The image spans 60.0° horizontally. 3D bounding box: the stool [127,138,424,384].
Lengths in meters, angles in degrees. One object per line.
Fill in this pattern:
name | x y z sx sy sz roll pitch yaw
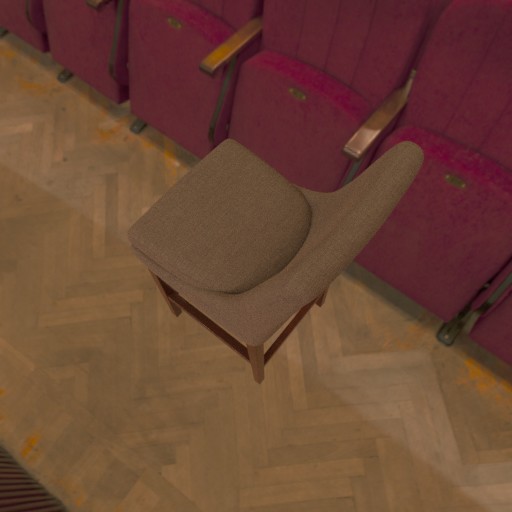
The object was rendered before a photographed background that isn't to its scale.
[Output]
stool | 0.000 0.000 1.308 0.577 0.981 0.470 36 68 17
